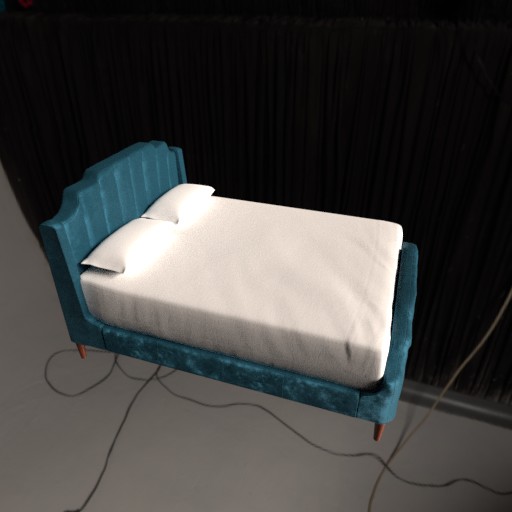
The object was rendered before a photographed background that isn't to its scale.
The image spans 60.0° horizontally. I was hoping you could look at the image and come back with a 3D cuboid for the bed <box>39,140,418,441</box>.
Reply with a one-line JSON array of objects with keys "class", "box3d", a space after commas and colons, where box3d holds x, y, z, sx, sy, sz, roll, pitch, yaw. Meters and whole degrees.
[{"class": "bed", "box3d": [0.000, 0.000, 3.355, 2.322, 1.338, 1.678, 10, 33, 16]}]
